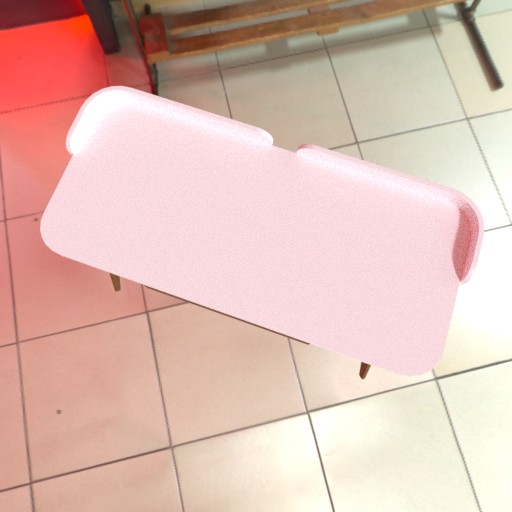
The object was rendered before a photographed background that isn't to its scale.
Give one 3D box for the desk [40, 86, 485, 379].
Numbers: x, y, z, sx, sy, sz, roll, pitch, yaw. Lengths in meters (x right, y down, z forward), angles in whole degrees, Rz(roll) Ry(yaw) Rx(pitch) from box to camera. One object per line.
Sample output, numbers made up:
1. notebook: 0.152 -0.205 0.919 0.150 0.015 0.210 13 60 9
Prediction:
1. desk: 0.000 0.000 1.609 1.206 0.807 0.534 19 76 5
